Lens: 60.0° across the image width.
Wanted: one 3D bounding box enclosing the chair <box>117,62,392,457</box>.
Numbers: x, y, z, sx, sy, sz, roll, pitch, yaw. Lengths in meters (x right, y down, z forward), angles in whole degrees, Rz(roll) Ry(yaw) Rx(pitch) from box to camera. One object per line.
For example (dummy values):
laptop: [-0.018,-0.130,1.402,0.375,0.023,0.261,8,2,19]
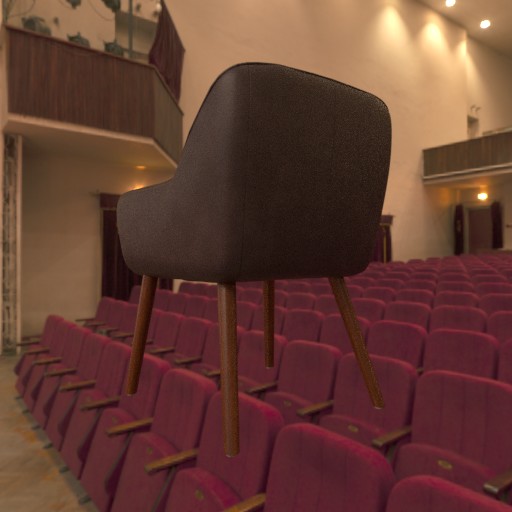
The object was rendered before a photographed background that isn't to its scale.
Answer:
chair: [0.000,0.000,1.259,0.610,0.828,0.610,0,0,-36]
